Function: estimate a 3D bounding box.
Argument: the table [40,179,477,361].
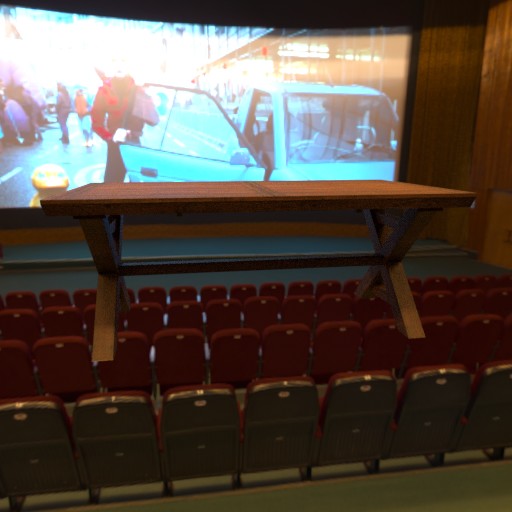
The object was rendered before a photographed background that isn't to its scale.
[{"bbox_3d":[0.000,0.000,2.570,1.966,0.793,1.071,-2,13,-9],"label":"table"}]
